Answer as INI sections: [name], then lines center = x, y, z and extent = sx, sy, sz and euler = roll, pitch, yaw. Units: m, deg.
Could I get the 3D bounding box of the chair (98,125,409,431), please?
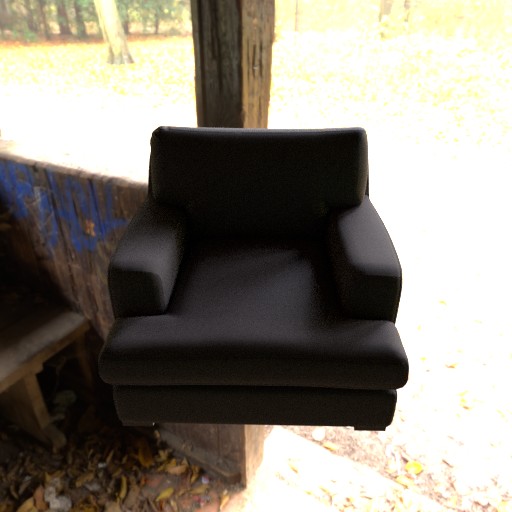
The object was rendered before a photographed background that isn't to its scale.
[chair]
center = 0.000, 0.000, 1.945
extent = 1.168, 0.940, 1.143
euler = 1, 30, 1
